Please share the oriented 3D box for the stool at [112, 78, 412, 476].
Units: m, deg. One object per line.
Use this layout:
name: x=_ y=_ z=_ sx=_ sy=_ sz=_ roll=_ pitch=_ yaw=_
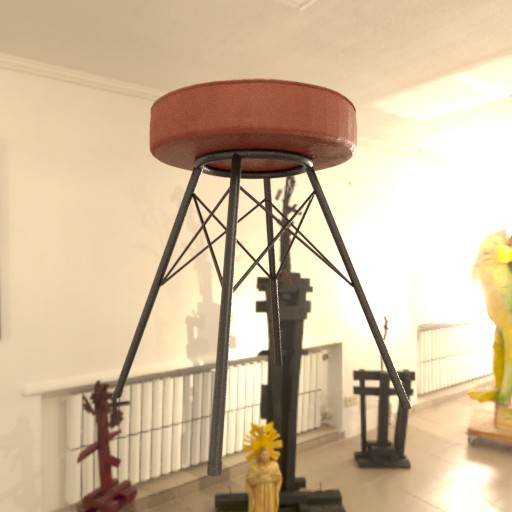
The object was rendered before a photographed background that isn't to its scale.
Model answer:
stool: x=0.000 y=0.000 z=0.899 sx=0.457 sy=0.593 sz=0.421 roll=0 pitch=1 yaw=-36
